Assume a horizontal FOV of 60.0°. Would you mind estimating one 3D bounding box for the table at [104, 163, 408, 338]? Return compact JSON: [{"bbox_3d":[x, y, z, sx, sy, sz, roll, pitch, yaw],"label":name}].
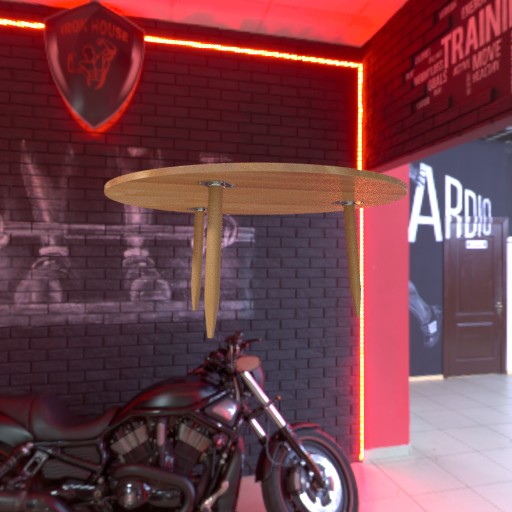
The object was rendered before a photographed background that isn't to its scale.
[{"bbox_3d":[0.000,0.000,1.389,0.900,0.400,0.900,0,-1,0],"label":"table"}]
